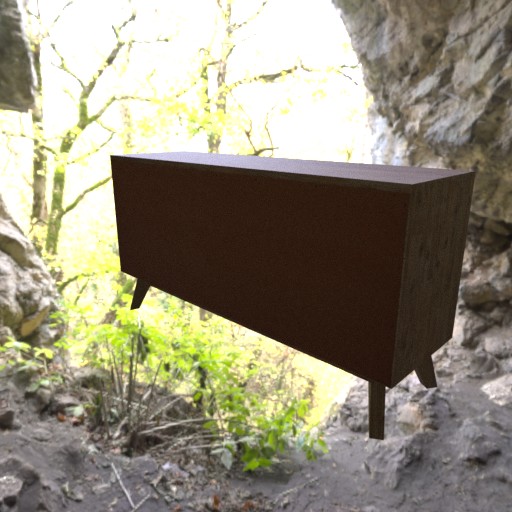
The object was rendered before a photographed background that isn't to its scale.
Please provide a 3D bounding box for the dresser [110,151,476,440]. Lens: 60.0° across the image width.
[{"bbox_3d":[0.000,0.000,1.921,1.554,0.805,0.455,16,23,42],"label":"dresser"}]
